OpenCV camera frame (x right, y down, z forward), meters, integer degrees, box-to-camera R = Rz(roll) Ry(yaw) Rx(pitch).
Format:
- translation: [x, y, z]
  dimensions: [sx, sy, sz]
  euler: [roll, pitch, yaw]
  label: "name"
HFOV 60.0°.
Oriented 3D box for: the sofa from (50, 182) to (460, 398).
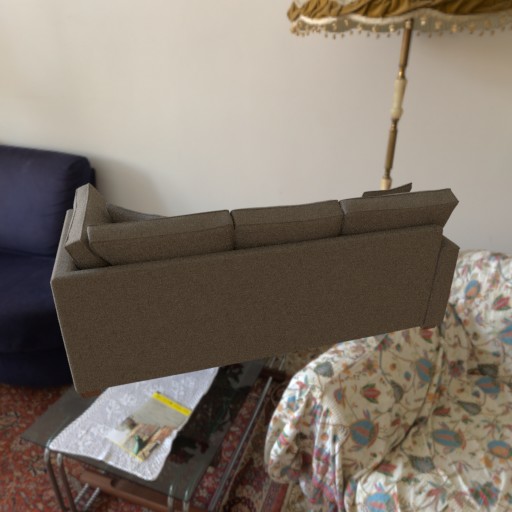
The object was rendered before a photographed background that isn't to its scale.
- translation: [0.000, 0.000, 2.917]
  dimensions: [2.317, 0.962, 1.061]
  euler: [-8, 28, -15]
  label: "sofa"
